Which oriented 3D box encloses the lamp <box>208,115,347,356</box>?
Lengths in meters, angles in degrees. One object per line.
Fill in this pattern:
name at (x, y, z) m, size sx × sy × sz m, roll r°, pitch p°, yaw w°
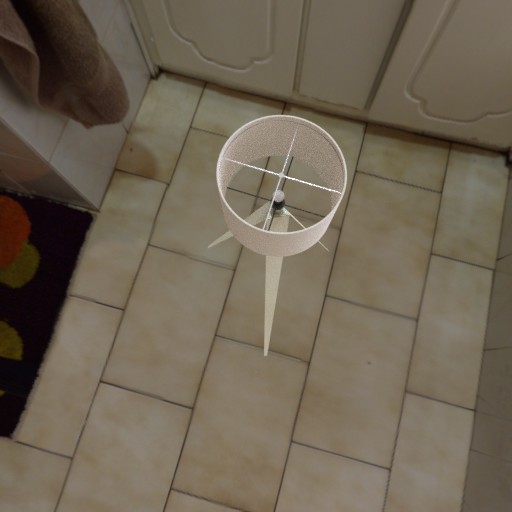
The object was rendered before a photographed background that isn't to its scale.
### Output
lamp at (0.000, 0.000, 1.911) m, size 0.716 × 1.524 × 0.724 m, roll 17°, pitch 76°, yaw 4°
